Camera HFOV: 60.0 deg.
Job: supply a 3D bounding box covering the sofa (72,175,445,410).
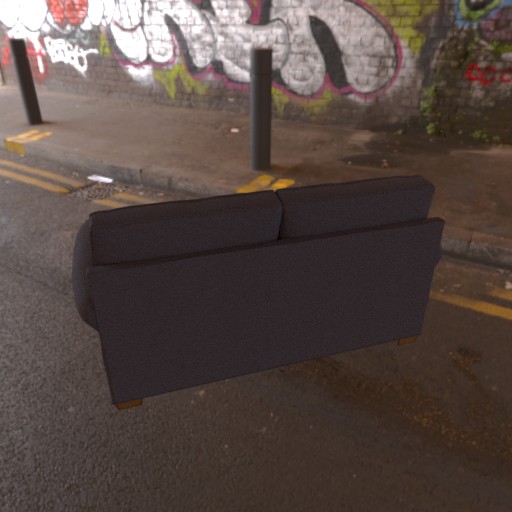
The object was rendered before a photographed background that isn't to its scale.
[{"bbox_3d":[0.000,0.000,2.615,2.009,1.031,0.951,-9,30,-16],"label":"sofa"}]
